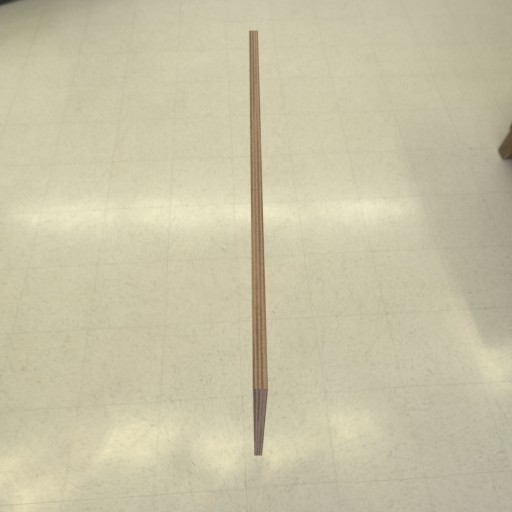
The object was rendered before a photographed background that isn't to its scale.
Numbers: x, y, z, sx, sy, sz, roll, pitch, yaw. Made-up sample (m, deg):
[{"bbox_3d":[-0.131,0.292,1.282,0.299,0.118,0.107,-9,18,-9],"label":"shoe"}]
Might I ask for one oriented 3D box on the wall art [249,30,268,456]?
[{"bbox_3d":[0.000,0.000,0.675,0.013,0.406,0.508,-1,59,0],"label":"wall art"}]
